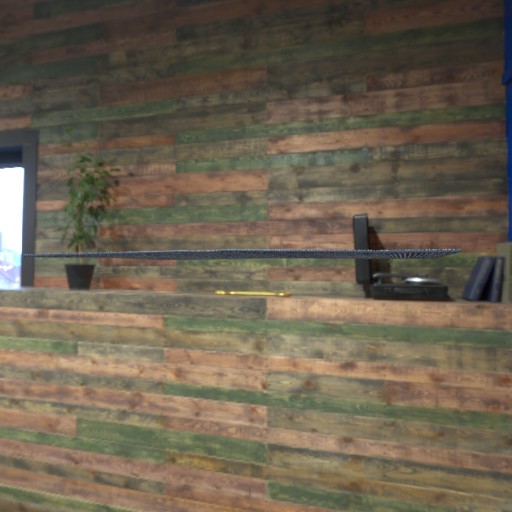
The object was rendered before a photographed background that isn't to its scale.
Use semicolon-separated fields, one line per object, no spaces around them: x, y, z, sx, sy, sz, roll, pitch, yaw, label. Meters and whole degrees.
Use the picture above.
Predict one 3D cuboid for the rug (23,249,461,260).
0.000;0.000;2.980;2.349;0.030;1.624;0;-1;18;rug
